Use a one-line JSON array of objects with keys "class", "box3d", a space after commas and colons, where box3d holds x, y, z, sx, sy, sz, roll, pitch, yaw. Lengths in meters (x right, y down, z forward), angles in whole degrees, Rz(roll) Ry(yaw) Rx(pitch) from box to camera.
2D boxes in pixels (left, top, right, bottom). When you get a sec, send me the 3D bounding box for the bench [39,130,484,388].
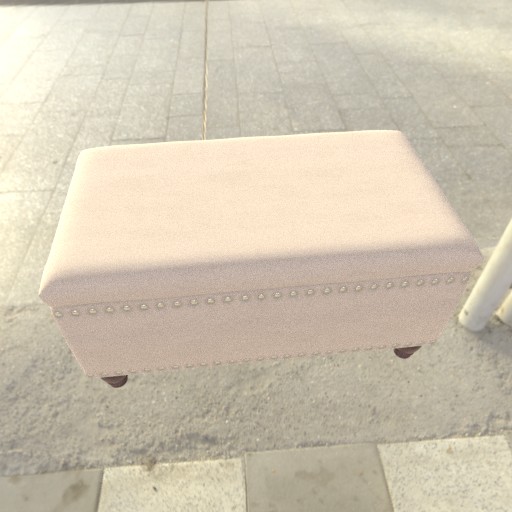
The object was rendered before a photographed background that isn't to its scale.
[{"class": "bench", "box3d": [0.000, 0.000, 1.176, 0.887, 0.449, 0.500, -5, 46, -4]}]
